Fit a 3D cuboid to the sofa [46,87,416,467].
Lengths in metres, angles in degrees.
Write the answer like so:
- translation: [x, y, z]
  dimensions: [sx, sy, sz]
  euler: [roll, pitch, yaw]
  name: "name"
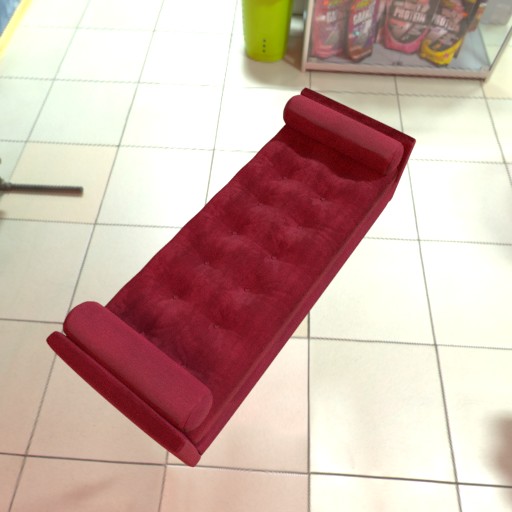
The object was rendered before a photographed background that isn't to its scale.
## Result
- translation: [0.000, 0.000, 2.491]
  dimensions: [0.796, 0.705, 2.102]
  euler: [32, 64, 18]
  name: "sofa"
